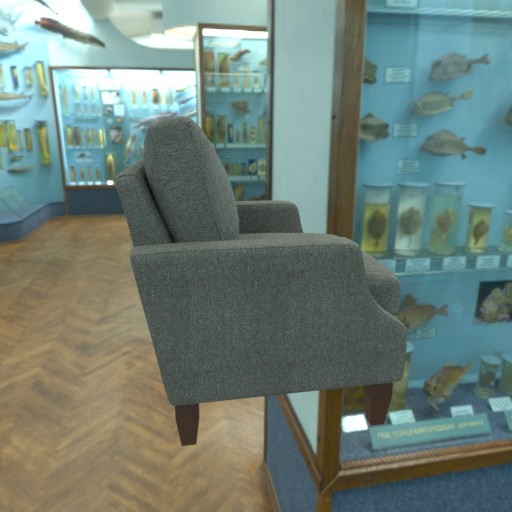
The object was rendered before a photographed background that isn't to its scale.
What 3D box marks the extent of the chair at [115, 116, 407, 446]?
[{"bbox_3d":[0.000,0.000,1.674,0.897,0.993,0.855,-3,16,-9],"label":"chair"}]
